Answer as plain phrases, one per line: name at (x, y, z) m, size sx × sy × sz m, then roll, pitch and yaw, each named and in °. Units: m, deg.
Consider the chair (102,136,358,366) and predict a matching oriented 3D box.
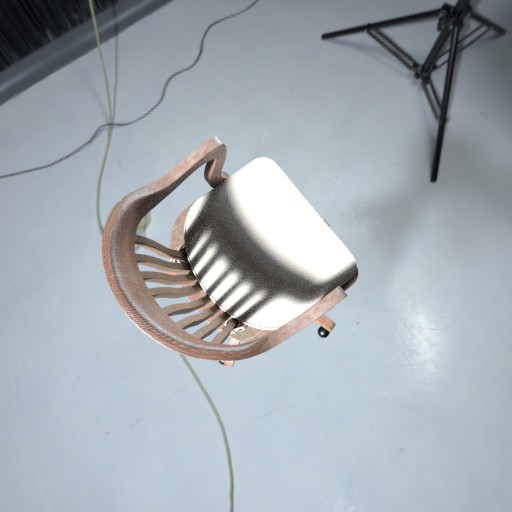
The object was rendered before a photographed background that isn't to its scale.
chair at (0.000, 0.000, 1.517) m, size 0.788 × 0.878 × 0.750 m, roll -36°, pitch 79°, yaw -9°
